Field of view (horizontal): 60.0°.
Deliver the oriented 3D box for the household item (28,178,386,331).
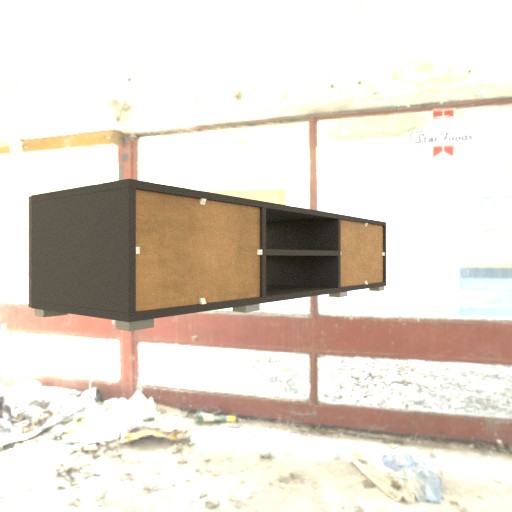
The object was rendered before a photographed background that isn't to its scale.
[{"bbox_3d":[0.000,0.000,1.578,0.420,0.310,1.400,0,0,37],"label":"household item"}]
